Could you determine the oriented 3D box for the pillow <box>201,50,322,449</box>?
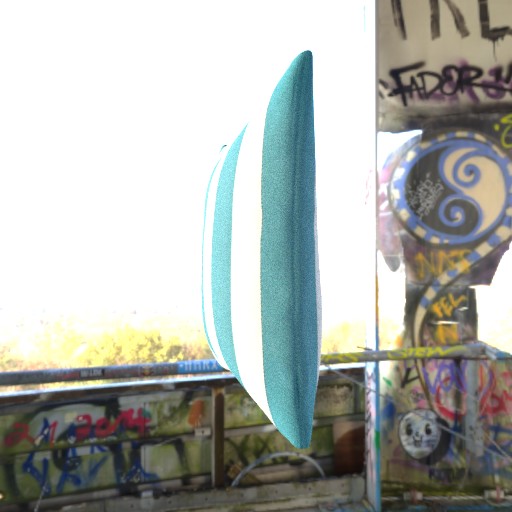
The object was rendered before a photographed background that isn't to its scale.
[{"bbox_3d":[0.000,0.000,0.818,0.189,0.526,0.536,0,0,-17],"label":"pillow"}]
